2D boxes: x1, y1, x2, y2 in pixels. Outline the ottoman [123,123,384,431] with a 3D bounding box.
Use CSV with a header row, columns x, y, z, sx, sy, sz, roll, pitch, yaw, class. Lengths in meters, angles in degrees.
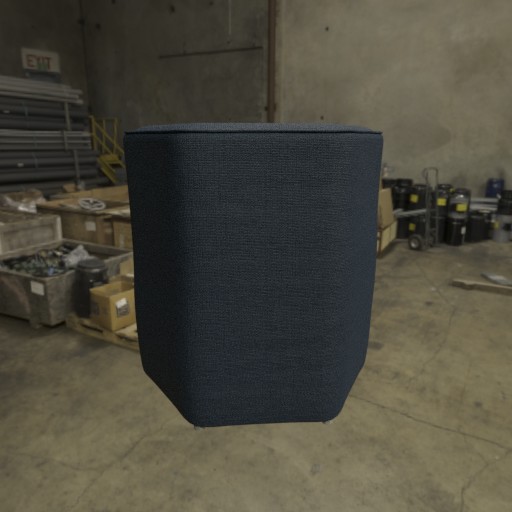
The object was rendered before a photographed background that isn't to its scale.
x,y,z,sx,sy,sz,roll,pitch,yaw,class
0.000,0.000,0.896,0.454,0.505,0.492,8,17,28,ottoman
